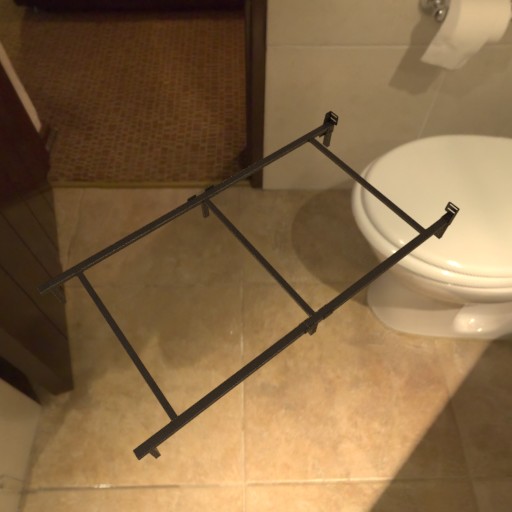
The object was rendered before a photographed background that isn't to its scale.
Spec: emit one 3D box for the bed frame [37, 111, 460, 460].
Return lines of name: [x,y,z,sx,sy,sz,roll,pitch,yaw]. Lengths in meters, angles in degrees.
bed frame: [0.000,0.000,2.260,1.897,0.248,0.968,-33,63,-19]
